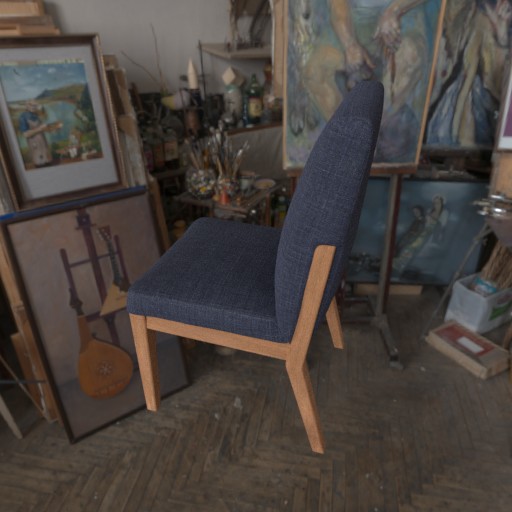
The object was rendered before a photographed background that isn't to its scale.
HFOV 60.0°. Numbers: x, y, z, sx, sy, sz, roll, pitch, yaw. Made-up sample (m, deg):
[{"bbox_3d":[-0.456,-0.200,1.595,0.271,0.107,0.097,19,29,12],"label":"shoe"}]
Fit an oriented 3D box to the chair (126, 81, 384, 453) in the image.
[{"bbox_3d":[0.000,0.000,1.264,0.586,0.911,0.507,8,30,14],"label":"chair"}]
